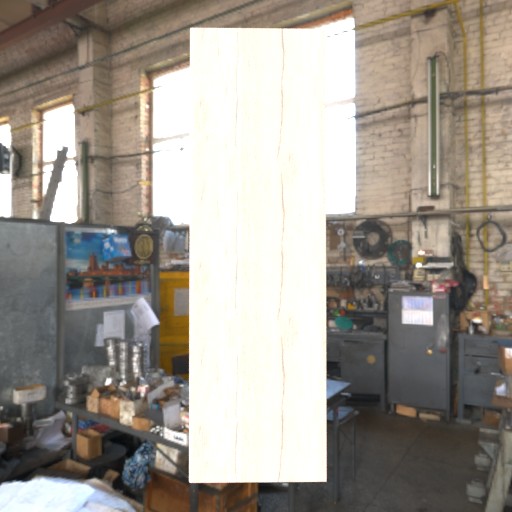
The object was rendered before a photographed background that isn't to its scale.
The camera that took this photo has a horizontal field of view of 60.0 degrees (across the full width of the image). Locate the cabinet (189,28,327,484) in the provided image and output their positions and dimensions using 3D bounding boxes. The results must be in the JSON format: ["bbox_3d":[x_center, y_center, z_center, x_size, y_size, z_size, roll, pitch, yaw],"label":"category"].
[{"bbox_3d":[0.000,0.000,2.367,0.580,1.930,0.980,0,-1,-1],"label":"cabinet"}]
